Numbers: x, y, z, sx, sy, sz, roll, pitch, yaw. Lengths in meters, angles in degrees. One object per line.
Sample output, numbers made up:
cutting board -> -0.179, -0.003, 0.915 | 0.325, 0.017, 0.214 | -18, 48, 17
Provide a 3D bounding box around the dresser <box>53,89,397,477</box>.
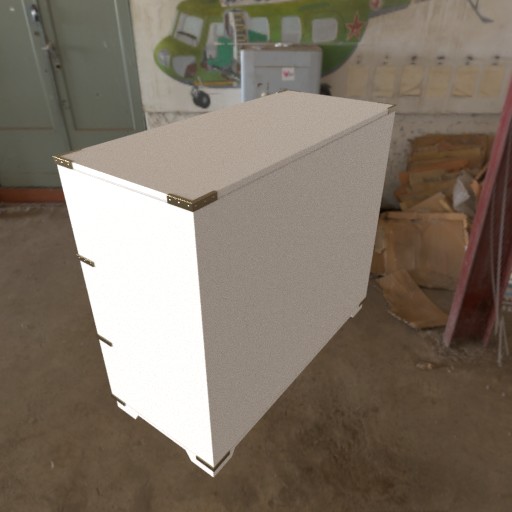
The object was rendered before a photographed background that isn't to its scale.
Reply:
dresser -> 0.000, 0.000, 1.528 | 0.460, 0.891, 1.022 | 21, 37, 31
